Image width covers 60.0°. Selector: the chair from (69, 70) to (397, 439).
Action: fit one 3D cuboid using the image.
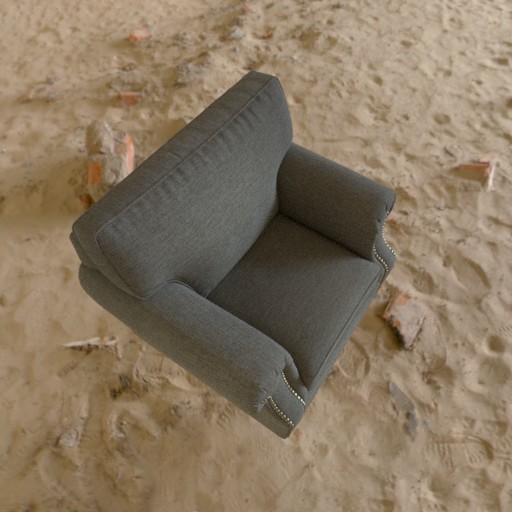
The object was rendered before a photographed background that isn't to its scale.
[{"bbox_3d":[0.000,0.000,1.834,0.965,0.961,1.092,30,62,18],"label":"chair"}]
